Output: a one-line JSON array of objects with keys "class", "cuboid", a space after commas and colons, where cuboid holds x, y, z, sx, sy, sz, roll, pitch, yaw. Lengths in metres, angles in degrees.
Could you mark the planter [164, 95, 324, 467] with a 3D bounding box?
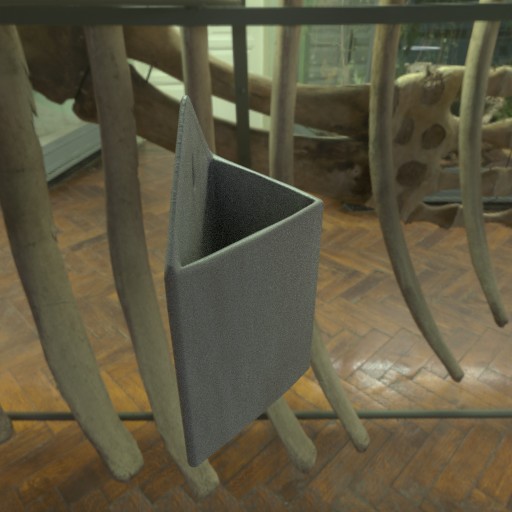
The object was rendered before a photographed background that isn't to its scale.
[{"class": "planter", "cuboid": [0.000, 0.000, 0.279, 0.080, 0.194, 0.163, 0, 32, 1]}]
